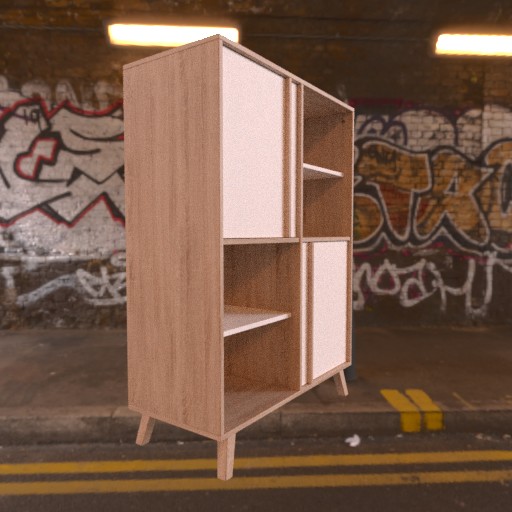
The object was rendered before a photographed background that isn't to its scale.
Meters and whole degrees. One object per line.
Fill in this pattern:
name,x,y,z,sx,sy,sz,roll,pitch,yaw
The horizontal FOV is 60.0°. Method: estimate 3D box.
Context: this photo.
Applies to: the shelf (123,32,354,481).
shelf,0.000,0.000,1.891,0.450,1.390,1.000,2,4,36
